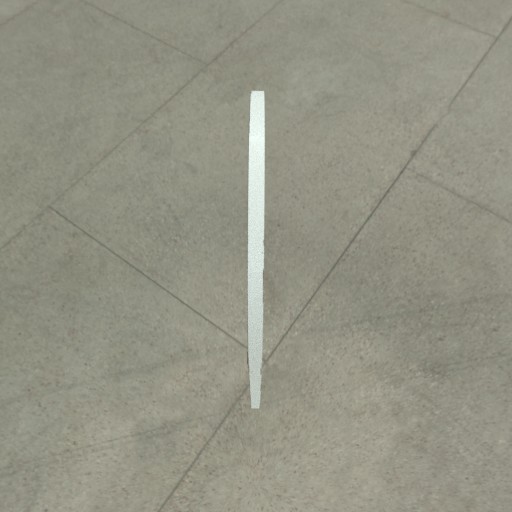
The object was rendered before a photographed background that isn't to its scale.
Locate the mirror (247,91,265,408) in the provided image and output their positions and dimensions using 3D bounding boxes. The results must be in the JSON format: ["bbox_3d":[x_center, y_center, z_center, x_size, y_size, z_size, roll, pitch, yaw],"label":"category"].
[{"bbox_3d":[0.000,0.000,1.215,0.032,0.920,0.660,0,62,0],"label":"mirror"}]
